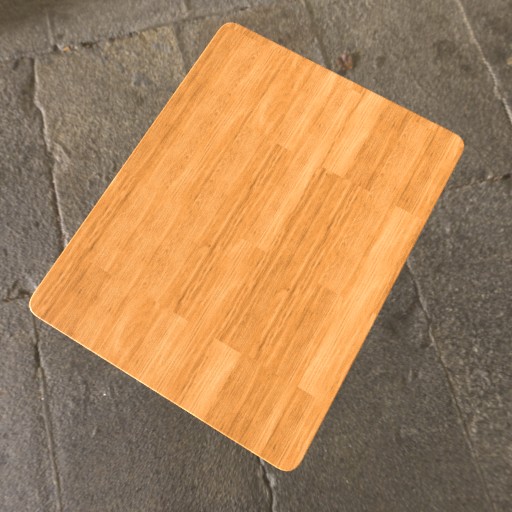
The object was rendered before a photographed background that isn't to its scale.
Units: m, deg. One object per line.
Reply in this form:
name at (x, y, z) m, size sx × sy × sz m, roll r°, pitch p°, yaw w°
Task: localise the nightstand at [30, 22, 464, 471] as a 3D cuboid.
nightstand at (0.000, 0.000, 0.889) m, size 0.440 × 0.470 × 0.560 m, roll 30°, pitch 79°, yaw 7°
